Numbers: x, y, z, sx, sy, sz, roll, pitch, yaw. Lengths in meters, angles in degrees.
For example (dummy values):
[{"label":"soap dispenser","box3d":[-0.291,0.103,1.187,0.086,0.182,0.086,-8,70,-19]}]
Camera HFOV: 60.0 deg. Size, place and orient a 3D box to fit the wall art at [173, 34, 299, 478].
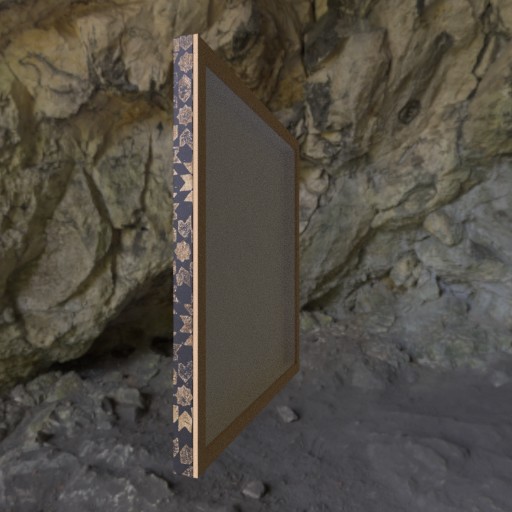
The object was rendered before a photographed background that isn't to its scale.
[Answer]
[{"label":"wall art","box3d":[0.000,0.000,0.903,0.038,0.612,0.612,0,0,19]}]
